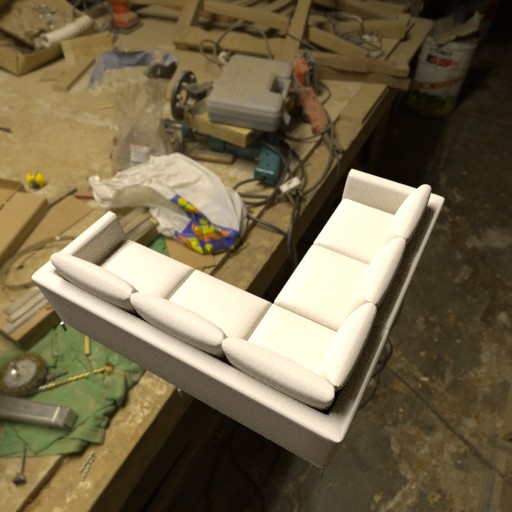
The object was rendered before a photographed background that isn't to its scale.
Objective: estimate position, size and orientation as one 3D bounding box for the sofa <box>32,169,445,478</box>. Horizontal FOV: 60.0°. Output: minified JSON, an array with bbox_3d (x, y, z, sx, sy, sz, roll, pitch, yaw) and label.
[{"bbox_3d":[0.000,0.000,3.724,2.448,0.867,2.430,22,51,20],"label":"sofa"}]
